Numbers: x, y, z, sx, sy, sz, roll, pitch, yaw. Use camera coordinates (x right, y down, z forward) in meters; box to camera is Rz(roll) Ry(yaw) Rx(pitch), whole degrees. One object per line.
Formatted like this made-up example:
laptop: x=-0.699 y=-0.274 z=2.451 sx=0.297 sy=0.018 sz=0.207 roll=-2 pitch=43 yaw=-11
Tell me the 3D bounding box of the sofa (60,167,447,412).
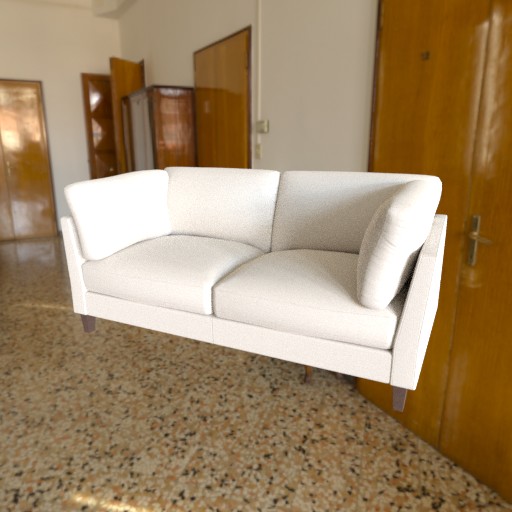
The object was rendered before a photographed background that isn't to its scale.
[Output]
sofa: x=0.000 y=0.000 z=2.282 sx=1.776 sy=0.836 sz=0.970 roll=7 pitch=16 yaw=25
